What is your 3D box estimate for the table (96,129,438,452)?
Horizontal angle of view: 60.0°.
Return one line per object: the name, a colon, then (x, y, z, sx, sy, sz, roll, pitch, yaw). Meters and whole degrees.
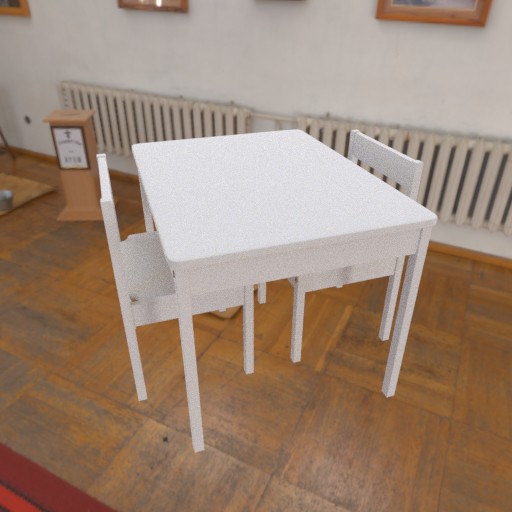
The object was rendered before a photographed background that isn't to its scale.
table: (0.000, 0.000, 1.109, 0.672, 0.503, 0.650, -10, 32, -16)
